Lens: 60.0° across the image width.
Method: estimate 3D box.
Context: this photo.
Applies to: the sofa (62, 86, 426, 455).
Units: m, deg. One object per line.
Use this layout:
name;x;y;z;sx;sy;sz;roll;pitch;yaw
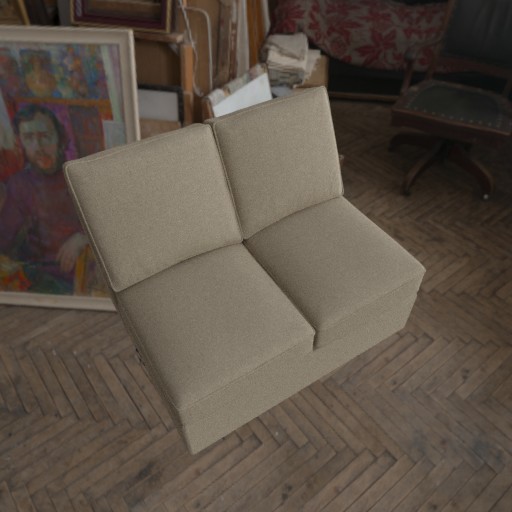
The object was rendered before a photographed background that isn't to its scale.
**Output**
sofa;0.000;0.000;1.980;1.237;1.008;0.951;-24;51;-21
